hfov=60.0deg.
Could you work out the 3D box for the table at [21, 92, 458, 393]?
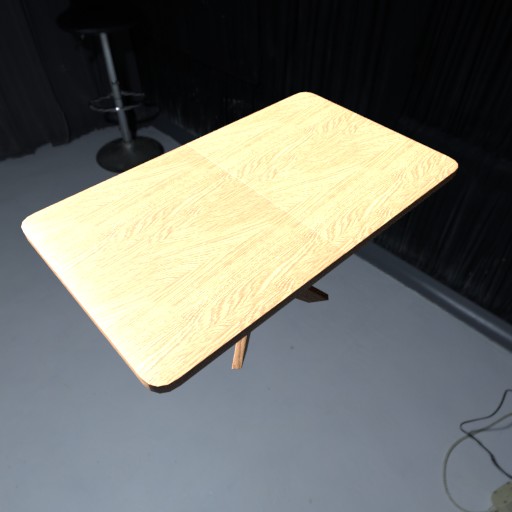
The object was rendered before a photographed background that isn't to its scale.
[{"bbox_3d":[0.000,0.000,2.087,1.600,0.770,0.950,-33,55,-28],"label":"table"}]
